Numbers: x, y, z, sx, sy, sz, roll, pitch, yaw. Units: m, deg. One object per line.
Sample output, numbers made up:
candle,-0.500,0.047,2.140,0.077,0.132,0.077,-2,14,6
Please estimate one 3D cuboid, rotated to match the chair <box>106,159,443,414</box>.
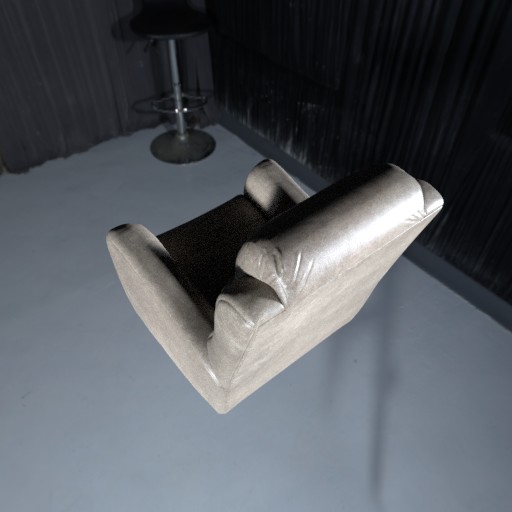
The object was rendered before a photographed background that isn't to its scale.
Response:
chair,0.000,0.000,1.932,0.967,1.116,1.068,-30,53,-26
